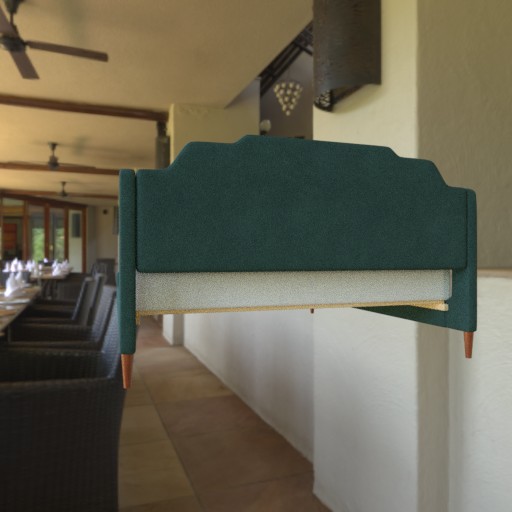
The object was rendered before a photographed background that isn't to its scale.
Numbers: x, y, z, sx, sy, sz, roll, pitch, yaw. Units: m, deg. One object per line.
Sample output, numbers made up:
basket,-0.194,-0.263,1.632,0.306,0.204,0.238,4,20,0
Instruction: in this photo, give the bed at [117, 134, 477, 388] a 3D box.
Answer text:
bed,0.000,0.000,3.477,2.074,1.245,2.340,0,0,-18
